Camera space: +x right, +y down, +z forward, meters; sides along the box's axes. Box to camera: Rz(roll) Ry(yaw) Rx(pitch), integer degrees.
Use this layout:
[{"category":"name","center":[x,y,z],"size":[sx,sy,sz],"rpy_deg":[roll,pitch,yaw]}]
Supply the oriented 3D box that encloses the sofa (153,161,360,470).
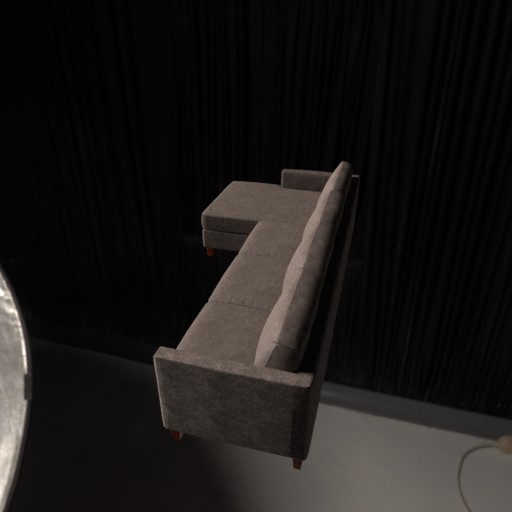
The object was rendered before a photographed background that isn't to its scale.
[{"category":"sofa","center":[0.000,0.000,4.083],"size":[1.606,0.954,3.471],"rpy_deg":[8,31,14]}]
